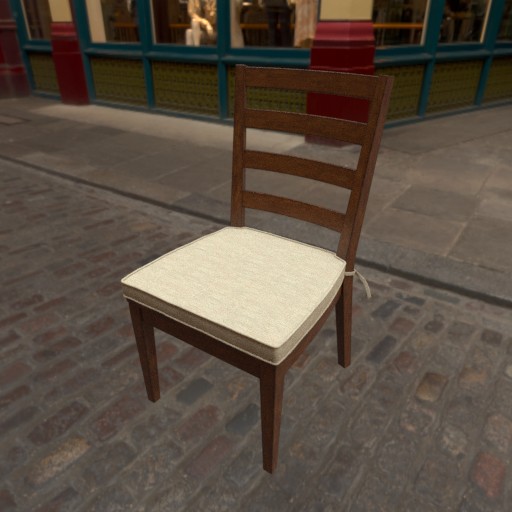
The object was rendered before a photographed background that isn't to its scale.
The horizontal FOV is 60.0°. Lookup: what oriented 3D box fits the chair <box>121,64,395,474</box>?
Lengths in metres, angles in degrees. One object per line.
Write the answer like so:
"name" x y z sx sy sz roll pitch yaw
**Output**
"chair" 0.000 0.000 1.311 0.593 0.979 0.595 18 34 29
